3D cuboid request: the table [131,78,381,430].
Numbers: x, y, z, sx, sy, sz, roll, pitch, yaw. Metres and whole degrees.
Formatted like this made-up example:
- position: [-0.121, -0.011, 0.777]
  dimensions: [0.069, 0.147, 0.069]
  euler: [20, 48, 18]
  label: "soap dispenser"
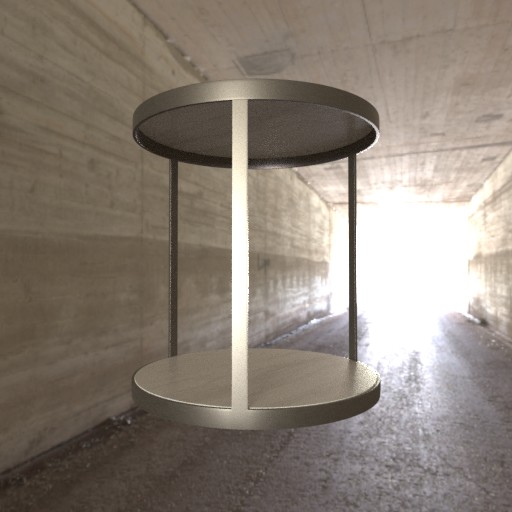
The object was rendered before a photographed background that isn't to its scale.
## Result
- position: [0.000, 0.000, 0.825]
  dimensions: [0.445, 0.479, 0.445]
  euler: [0, -1, 0]
  label: "table"
